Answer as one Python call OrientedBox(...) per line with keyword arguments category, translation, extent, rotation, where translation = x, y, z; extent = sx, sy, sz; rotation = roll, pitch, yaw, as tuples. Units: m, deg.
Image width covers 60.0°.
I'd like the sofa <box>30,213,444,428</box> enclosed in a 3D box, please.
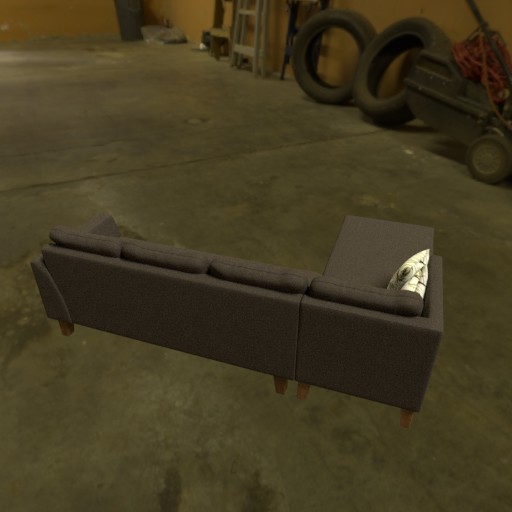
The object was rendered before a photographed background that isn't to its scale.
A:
OrientedBox(category="sofa", translation=(0.000, 0.000, 3.524), extent=(2.679, 0.932, 1.829), rotation=(10, 33, 16))
